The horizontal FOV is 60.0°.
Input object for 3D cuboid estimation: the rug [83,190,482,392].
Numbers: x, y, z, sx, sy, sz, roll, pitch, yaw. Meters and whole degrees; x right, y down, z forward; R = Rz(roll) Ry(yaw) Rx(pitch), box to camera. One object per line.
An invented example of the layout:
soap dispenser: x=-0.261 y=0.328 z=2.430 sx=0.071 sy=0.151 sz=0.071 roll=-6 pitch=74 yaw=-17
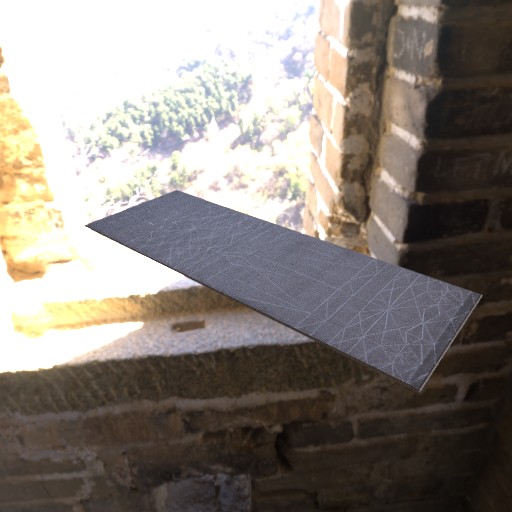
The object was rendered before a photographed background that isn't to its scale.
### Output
rug: x=0.000 y=0.000 z=2.712 sx=2.388 sy=0.012 sz=0.864 roll=22 pitch=37 yaw=33
